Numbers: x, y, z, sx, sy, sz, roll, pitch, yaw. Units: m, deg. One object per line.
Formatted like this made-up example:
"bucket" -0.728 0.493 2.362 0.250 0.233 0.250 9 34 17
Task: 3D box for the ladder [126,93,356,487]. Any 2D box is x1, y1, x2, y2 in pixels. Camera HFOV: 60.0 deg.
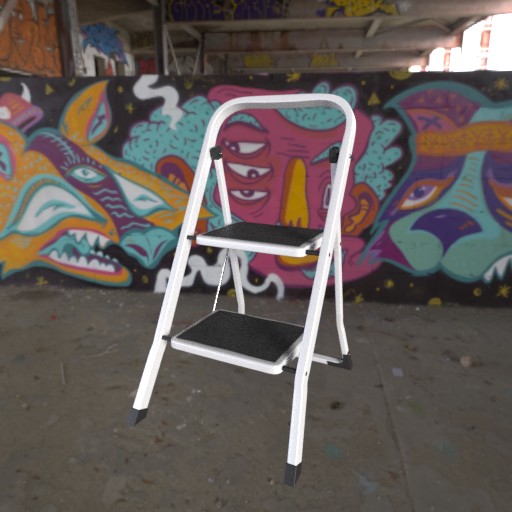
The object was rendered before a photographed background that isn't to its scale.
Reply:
"ladder" 0.000 0.000 1.150 0.460 0.810 0.544 8 17 26
